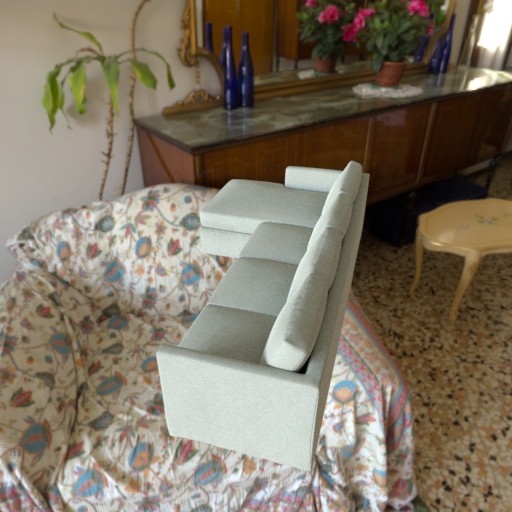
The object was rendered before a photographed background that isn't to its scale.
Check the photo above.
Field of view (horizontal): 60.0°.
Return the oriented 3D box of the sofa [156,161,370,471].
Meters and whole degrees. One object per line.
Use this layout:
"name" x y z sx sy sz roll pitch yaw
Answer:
"sofa" 0.000 0.000 3.879 1.650 0.922 3.205 9 32 14
